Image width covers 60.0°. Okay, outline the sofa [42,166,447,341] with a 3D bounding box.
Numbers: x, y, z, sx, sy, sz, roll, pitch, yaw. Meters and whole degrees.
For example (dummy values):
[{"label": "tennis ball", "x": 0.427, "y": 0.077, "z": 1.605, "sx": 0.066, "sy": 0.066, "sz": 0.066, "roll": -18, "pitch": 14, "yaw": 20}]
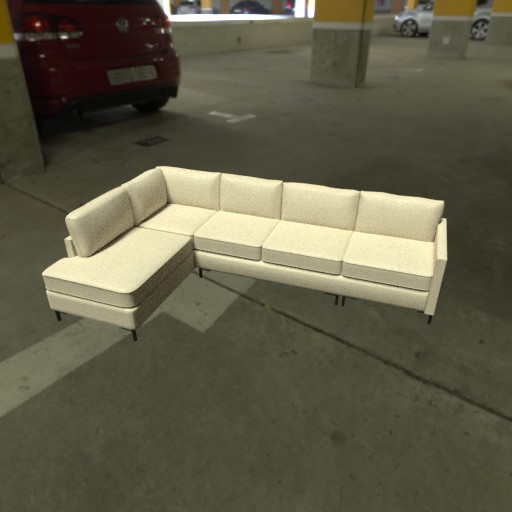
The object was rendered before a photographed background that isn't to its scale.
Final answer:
[{"label": "sofa", "x": 0.000, "y": 0.000, "z": 4.299, "sx": 3.384, "sy": 0.996, "sz": 2.048, "roll": 10, "pitch": 31, "yaw": 18}]
